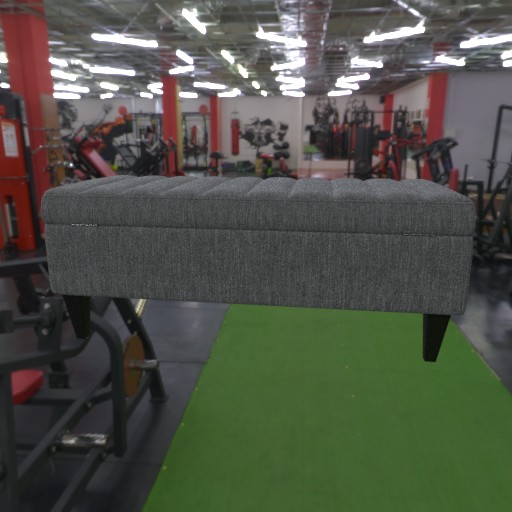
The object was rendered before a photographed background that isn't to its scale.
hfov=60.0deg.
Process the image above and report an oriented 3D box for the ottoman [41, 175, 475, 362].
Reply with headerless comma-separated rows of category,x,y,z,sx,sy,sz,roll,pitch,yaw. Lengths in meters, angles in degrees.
ottoman,0.000,0.000,1.411,1.151,0.469,0.482,2,15,8
